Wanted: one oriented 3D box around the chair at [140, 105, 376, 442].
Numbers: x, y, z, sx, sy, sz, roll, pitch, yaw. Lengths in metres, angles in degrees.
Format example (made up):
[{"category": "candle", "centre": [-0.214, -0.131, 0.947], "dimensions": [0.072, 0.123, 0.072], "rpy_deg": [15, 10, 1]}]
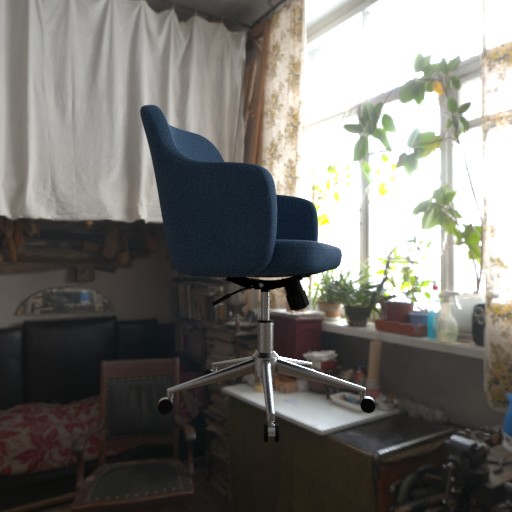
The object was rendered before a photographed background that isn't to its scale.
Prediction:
[{"category": "chair", "centre": [0.000, 0.000, 1.262], "dimensions": [0.655, 0.820, 0.599], "rpy_deg": [0, -1, 17]}]
